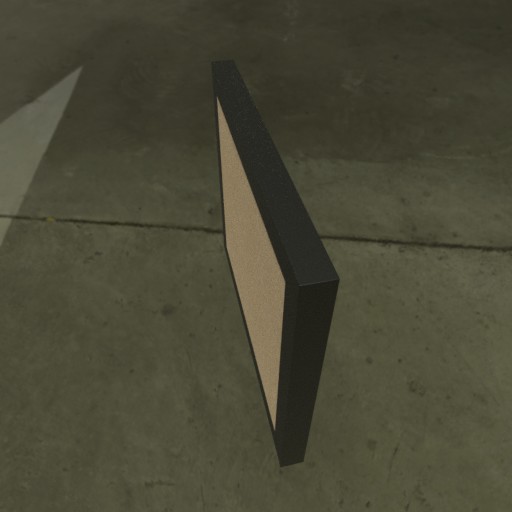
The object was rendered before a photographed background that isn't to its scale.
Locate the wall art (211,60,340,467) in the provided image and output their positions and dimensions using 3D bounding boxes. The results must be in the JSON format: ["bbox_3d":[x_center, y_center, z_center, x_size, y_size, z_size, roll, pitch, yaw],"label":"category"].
[{"bbox_3d":[0.000,0.000,0.537,0.028,0.321,0.381,-9,46,-9],"label":"wall art"}]
